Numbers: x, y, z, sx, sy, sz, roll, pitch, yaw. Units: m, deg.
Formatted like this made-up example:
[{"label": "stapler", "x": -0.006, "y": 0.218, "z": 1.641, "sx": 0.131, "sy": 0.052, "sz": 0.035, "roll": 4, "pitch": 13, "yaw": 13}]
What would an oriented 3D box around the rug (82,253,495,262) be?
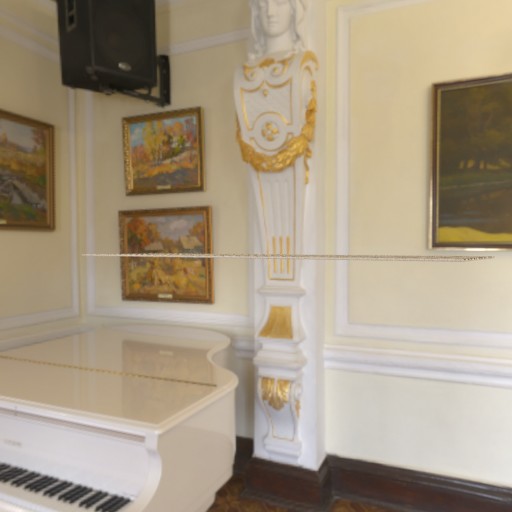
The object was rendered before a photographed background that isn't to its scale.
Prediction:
[{"label": "rug", "x": 0.000, "y": 0.000, "z": 2.649, "sx": 2.435, "sy": 0.009, "sz": 0.750, "roll": 1, "pitch": 1, "yaw": 36}]
